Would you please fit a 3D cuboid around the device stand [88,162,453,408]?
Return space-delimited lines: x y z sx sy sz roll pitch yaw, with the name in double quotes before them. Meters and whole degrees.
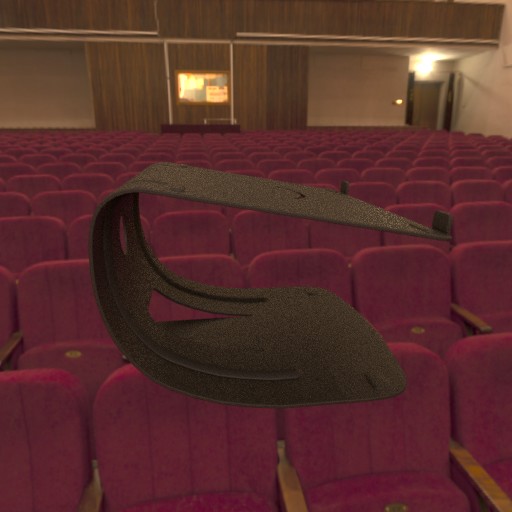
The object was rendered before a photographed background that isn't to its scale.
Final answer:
"device stand" 0.000 0.000 0.404 0.236 0.155 0.256 -2 16 -7
